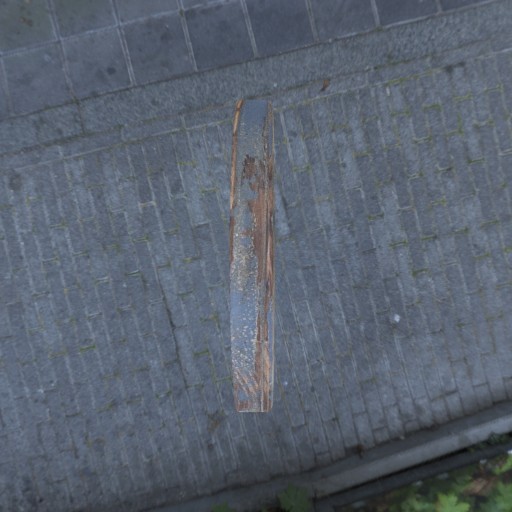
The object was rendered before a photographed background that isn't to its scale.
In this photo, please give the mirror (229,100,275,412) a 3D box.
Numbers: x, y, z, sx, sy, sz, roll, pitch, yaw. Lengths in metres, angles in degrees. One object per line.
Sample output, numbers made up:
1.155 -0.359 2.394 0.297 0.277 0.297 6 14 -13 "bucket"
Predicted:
0.000 0.000 0.880 0.061 0.585 0.585 0 91 1 "mirror"
